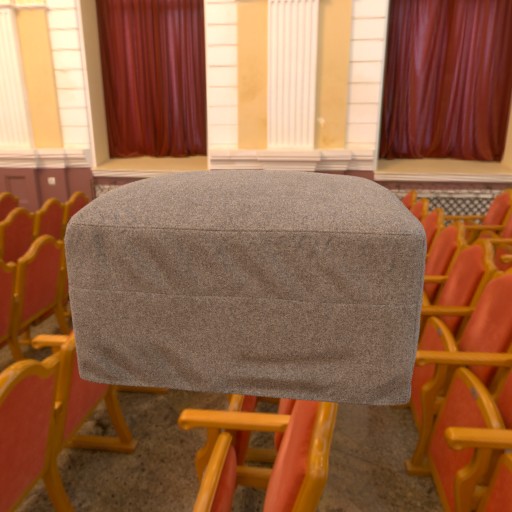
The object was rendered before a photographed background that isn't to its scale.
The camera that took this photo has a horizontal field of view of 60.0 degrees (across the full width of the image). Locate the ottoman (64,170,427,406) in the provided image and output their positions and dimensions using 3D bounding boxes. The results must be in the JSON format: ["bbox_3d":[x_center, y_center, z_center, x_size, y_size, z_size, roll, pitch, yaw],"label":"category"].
[{"bbox_3d":[0.000,0.000,1.274,0.837,0.481,0.683,2,16,8],"label":"ottoman"}]
